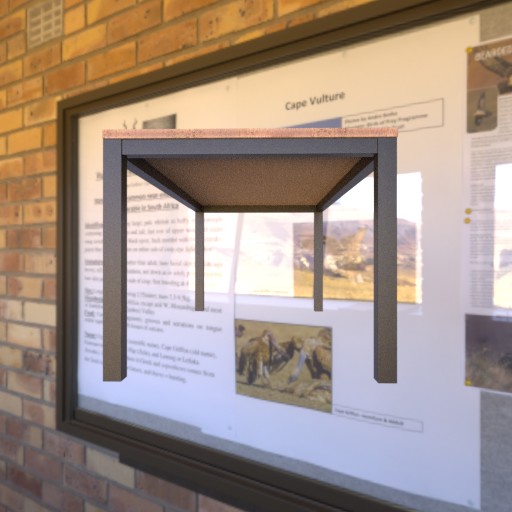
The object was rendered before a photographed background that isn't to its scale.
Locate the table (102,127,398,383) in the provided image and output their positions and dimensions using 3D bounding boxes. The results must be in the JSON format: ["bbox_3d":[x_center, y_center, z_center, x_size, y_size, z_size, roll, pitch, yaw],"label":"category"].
[{"bbox_3d":[0.000,0.000,2.239,0.893,0.767,1.805,0,0,1],"label":"table"}]
